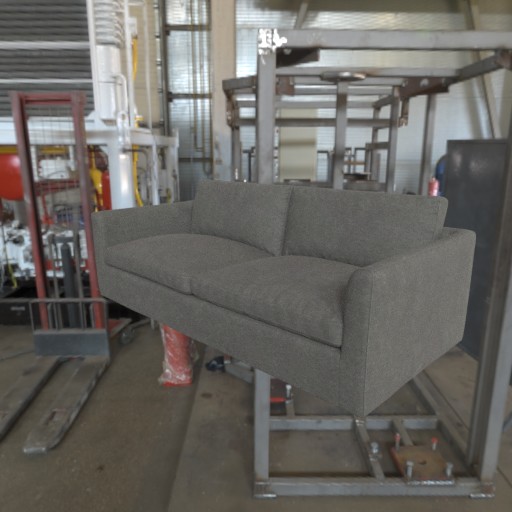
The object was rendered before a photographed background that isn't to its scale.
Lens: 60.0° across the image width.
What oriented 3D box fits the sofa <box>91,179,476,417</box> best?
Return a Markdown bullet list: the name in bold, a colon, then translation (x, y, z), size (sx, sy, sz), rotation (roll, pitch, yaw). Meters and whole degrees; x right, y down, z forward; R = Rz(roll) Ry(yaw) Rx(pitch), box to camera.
- **sofa**: translation (0.000, 0.000, 2.791), size (2.257, 0.838, 1.092), rotation (13, 19, 43)
